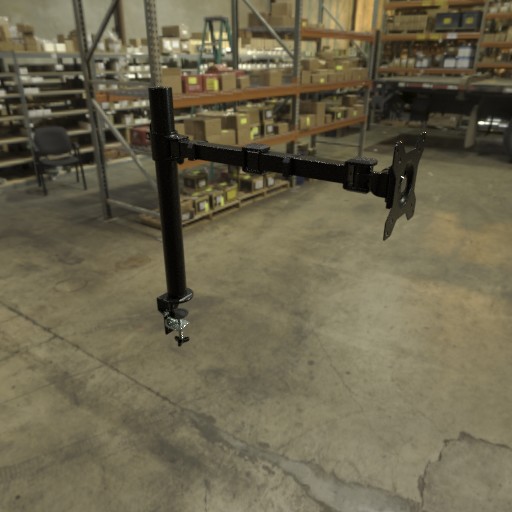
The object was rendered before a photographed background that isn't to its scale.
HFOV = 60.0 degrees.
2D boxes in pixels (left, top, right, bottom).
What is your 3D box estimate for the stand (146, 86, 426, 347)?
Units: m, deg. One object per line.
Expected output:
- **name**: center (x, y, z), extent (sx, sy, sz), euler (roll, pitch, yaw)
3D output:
- **stand**: center (0.000, 0.000, 0.735), extent (0.456, 0.510, 0.115), euler (16, 29, 32)
